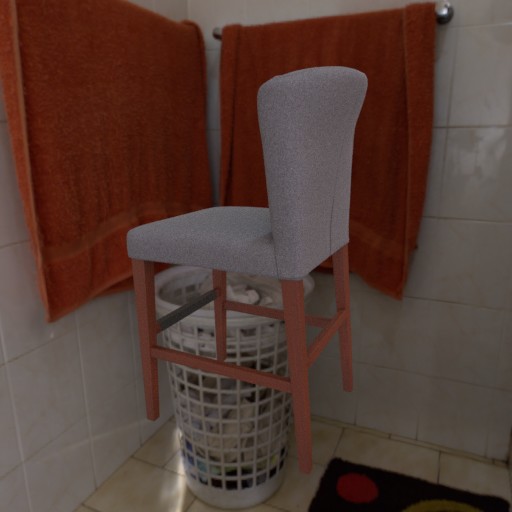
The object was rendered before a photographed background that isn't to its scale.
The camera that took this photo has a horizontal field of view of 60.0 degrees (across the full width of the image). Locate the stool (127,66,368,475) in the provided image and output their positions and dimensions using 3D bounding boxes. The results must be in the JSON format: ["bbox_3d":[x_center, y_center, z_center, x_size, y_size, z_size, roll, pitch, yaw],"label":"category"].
[{"bbox_3d":[0.000,0.000,1.283,0.568,0.968,0.481,7,16,25],"label":"stool"}]
